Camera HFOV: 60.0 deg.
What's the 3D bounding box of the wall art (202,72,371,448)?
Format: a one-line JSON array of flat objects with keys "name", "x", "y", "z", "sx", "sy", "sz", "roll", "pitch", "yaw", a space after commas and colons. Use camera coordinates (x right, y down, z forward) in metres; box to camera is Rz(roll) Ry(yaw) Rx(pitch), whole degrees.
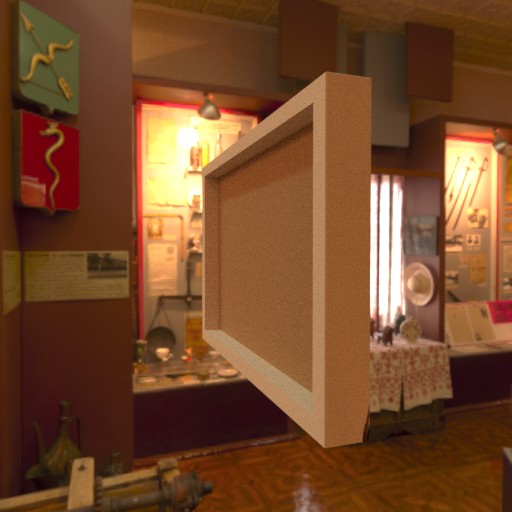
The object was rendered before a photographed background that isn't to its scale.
[{"name": "wall art", "x": 0.000, "y": 0.000, "z": 0.485, "sx": 0.039, "sy": 0.254, "sz": 0.384, "roll": 0, "pitch": 1, "yaw": -19}]
